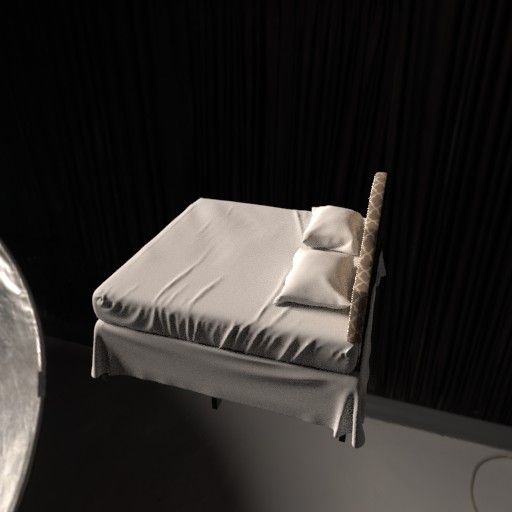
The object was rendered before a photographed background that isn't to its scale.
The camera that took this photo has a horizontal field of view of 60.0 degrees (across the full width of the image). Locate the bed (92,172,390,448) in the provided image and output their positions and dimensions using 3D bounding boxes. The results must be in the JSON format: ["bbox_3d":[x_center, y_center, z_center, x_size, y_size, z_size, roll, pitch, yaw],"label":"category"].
[{"bbox_3d":[0.000,0.000,3.819,2.222,1.601,2.314,9,30,15],"label":"bed"}]
